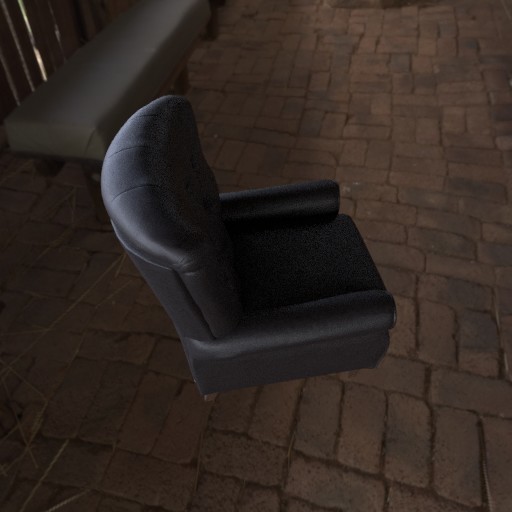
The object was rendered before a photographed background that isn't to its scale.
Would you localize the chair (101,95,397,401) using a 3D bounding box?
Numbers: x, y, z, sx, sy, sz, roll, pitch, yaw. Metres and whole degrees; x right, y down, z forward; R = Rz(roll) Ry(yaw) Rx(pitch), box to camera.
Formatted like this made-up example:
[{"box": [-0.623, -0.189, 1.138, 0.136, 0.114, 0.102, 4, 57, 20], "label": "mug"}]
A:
[{"box": [0.000, 0.000, 1.920, 1.058, 1.158, 0.948, -7, 47, -7], "label": "chair"}]
